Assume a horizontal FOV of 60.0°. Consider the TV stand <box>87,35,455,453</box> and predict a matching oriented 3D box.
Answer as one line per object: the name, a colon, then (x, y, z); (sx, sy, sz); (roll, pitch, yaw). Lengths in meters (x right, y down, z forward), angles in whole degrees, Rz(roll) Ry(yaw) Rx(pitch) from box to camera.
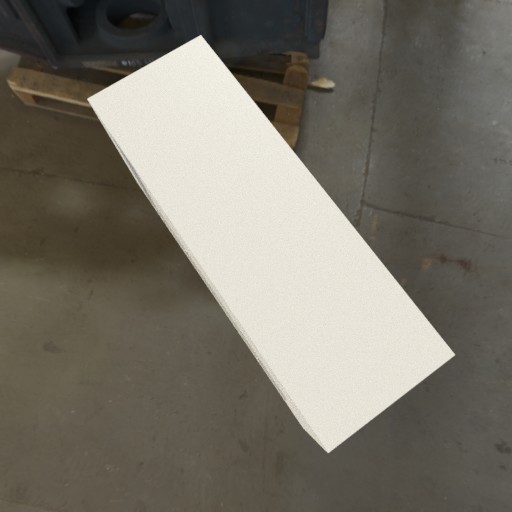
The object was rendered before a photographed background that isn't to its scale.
TV stand: (0.000, 0.000, 1.617); (0.406, 0.812, 1.193); (-34, 77, -9)
